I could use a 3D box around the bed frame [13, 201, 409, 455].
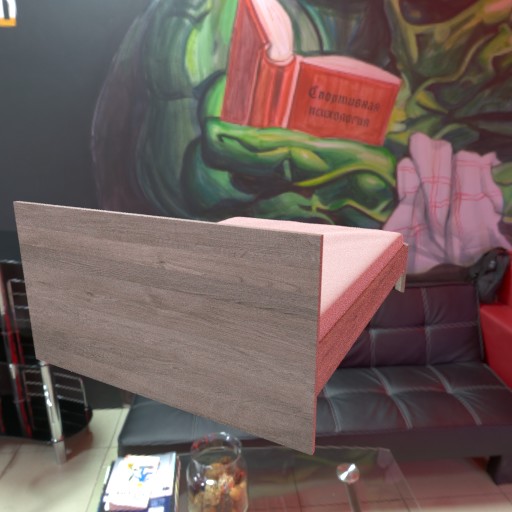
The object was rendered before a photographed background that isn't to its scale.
[{"bbox_3d":[0.000,0.000,2.636,1.490,0.800,1.950,8,17,27],"label":"bed frame"}]
